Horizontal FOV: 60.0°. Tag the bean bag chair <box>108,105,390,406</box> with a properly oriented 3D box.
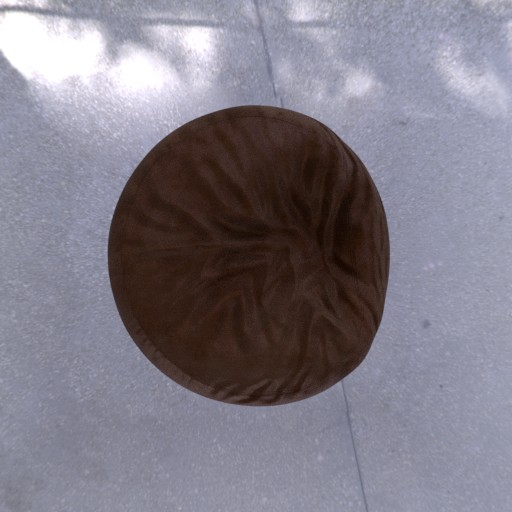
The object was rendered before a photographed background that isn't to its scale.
[{"bbox_3d":[0.000,0.000,1.507,0.918,0.616,0.918,0,90,-2],"label":"bean bag chair"}]
